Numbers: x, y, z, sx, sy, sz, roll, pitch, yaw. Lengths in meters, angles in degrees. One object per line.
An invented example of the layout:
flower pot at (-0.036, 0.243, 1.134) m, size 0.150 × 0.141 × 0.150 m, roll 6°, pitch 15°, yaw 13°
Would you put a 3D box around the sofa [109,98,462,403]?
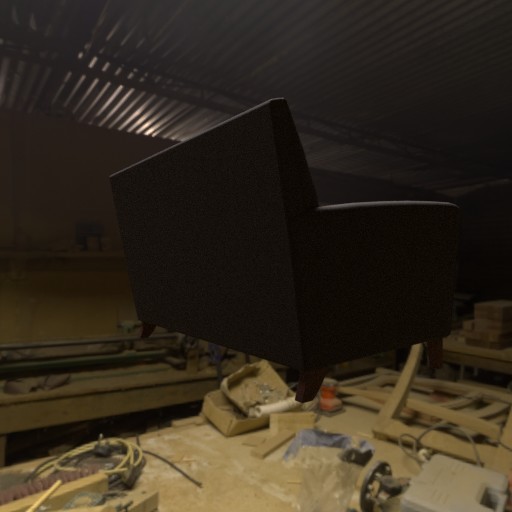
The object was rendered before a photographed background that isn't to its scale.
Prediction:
sofa at (0.000, 0.000, 1.954) m, size 0.871 × 0.846 × 1.420 m, roll 0°, pitch 0°, yaw -36°
